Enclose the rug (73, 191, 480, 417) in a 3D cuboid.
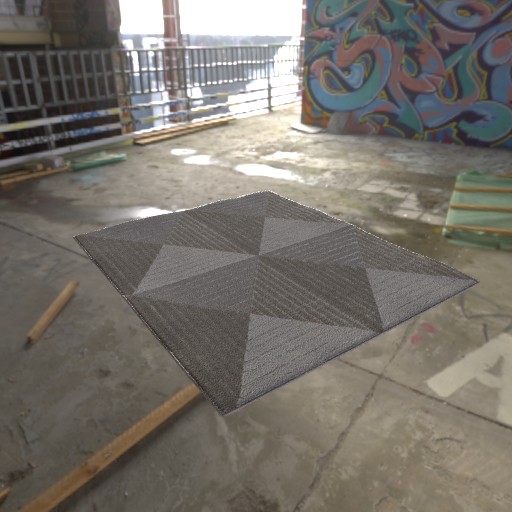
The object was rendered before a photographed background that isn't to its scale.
[{"bbox_3d":[0.000,0.000,0.888,0.551,0.008,0.642,-18,31,-31],"label":"rug"}]
